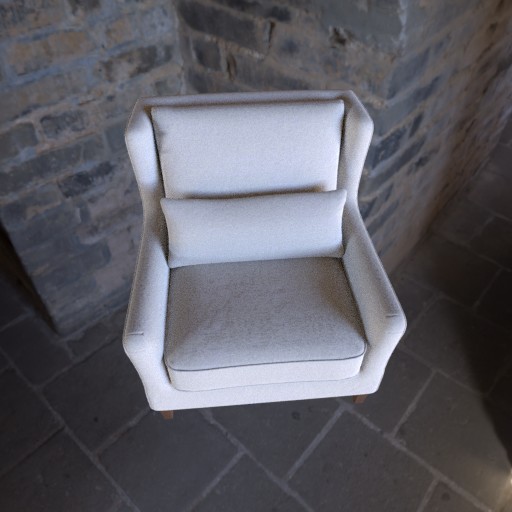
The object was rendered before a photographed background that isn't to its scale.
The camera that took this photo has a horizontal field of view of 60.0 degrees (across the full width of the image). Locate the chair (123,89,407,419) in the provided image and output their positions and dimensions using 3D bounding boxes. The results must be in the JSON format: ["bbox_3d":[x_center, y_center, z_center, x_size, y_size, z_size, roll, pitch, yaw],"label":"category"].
[{"bbox_3d":[0.000,0.000,1.906,0.982,1.056,1.040,-4,46,-3],"label":"chair"}]
